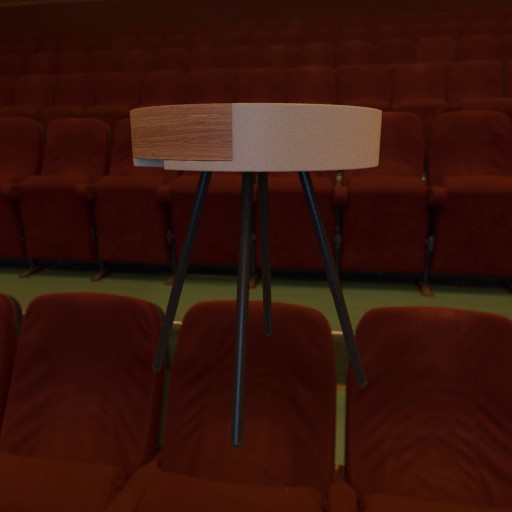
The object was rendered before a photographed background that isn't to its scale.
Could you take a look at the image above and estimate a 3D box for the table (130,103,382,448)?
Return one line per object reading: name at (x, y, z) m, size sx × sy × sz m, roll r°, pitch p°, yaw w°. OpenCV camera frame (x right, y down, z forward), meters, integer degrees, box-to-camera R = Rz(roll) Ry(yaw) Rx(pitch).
table at (0.000, 0.000, 0.855) m, size 0.450 × 0.525 × 0.450 m, roll 0°, pitch 14°, yaw 0°
